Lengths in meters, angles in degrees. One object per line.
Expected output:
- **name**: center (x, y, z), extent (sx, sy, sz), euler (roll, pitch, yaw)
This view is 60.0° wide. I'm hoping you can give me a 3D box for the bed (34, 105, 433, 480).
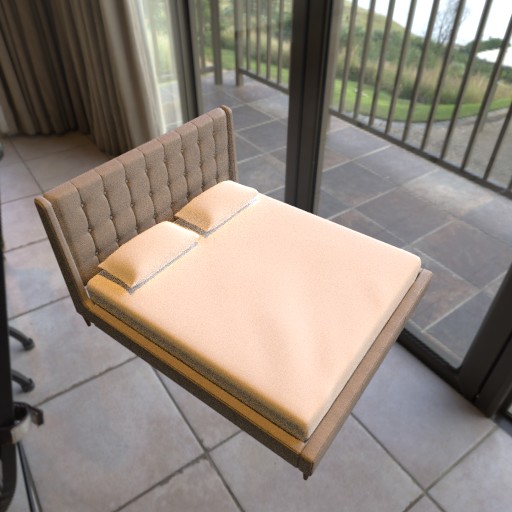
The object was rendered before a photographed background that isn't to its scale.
- **bed**: center (0.000, 0.000, 3.561), extent (2.342, 1.289, 2.062), euler (25, 47, 27)
